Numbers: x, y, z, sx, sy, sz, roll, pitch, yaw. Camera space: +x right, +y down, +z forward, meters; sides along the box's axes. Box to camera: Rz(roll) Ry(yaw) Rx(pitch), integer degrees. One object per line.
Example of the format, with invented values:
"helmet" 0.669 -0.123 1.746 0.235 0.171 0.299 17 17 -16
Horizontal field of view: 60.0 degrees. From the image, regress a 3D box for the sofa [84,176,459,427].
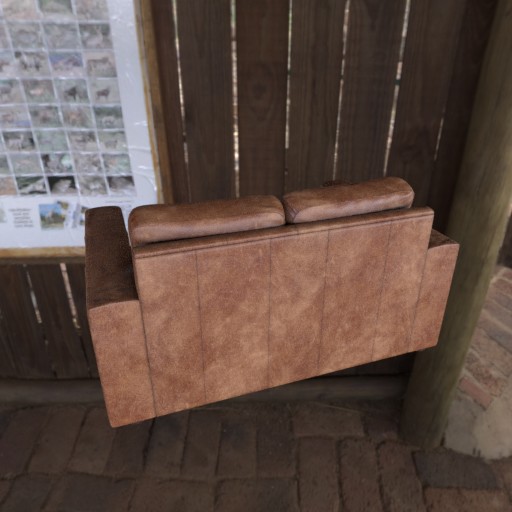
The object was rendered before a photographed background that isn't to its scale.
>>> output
"sofa" 0.000 0.000 2.285 1.626 0.889 1.041 -9 28 -17
